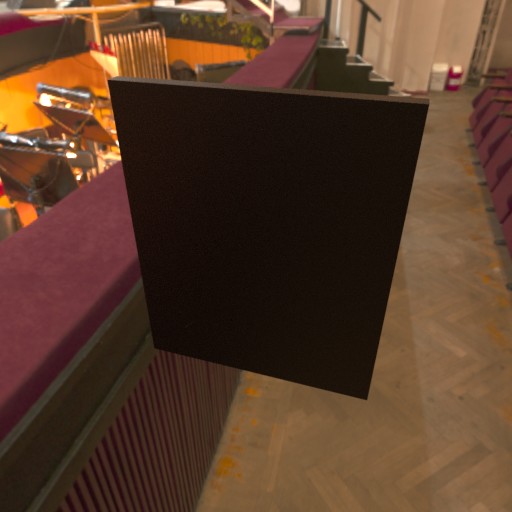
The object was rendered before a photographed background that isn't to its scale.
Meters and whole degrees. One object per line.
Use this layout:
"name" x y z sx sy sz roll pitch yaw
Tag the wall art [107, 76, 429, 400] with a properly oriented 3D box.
"wall art" 0.000 0.000 0.768 0.457 0.557 0.028 10 35 15
